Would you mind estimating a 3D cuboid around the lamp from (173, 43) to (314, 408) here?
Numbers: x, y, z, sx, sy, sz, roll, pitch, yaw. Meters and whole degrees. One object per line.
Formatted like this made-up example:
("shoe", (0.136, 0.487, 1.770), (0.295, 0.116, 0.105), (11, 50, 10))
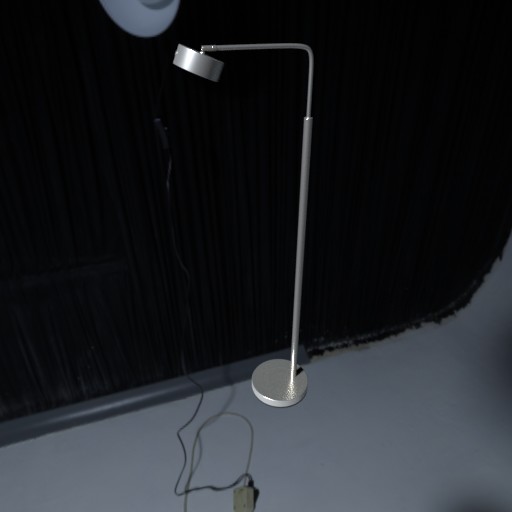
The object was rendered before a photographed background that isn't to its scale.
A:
("lamp", (0.000, 0.000, 1.432), (0.421, 1.250, 0.222), (-9, 32, -15))
